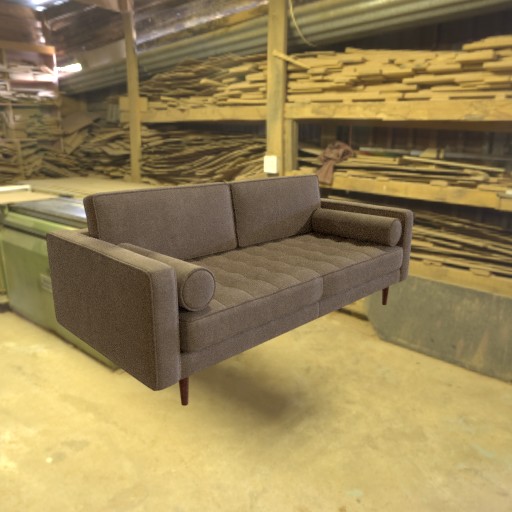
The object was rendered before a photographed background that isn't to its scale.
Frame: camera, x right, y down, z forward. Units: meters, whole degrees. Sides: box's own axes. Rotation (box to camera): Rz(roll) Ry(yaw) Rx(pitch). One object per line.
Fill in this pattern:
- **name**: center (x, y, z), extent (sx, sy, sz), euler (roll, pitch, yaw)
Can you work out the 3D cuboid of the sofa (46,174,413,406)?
- **sofa**: center (0.000, 0.000, 2.396), extent (1.883, 0.769, 0.920), euler (-14, 20, -43)
